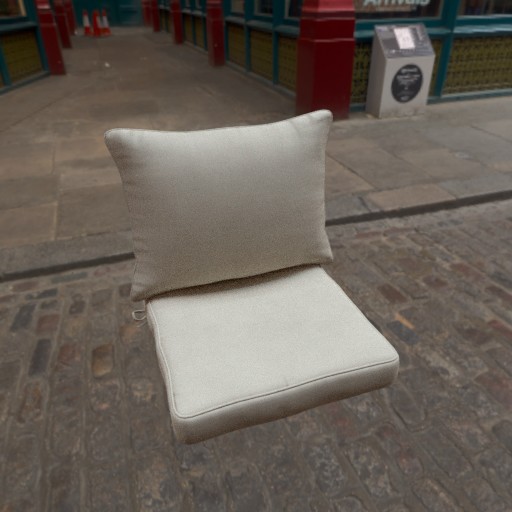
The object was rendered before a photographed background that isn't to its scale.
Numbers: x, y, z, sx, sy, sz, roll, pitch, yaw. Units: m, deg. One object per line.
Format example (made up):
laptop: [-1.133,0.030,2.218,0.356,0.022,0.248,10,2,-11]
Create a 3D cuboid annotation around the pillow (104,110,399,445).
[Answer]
pillow: [0.000,0.000,1.389,0.798,0.716,0.733,-10,33,-16]
